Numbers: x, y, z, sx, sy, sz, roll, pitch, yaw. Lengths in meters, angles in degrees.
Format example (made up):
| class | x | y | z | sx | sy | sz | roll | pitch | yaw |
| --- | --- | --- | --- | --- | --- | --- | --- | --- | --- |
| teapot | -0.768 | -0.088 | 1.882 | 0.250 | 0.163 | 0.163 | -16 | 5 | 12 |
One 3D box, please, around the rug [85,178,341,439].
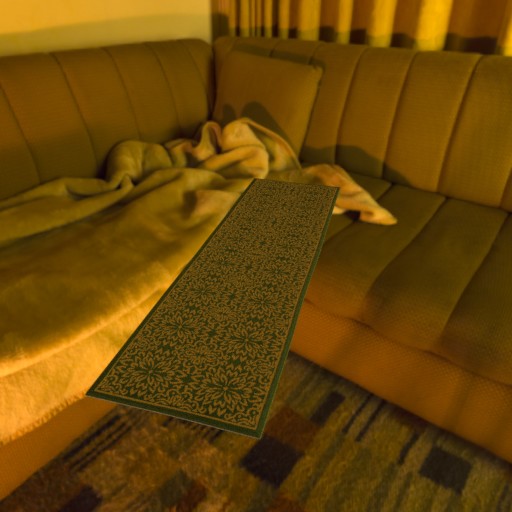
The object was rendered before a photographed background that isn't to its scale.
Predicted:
| class | x | y | z | sx | sy | sz | roll | pitch | yaw |
| --- | --- | --- | --- | --- | --- | --- | --- | --- | --- |
| rug | 0.000 | 0.000 | 2.426 | 0.662 | 0.011 | 2.196 | 9 | 32 | 14 |
